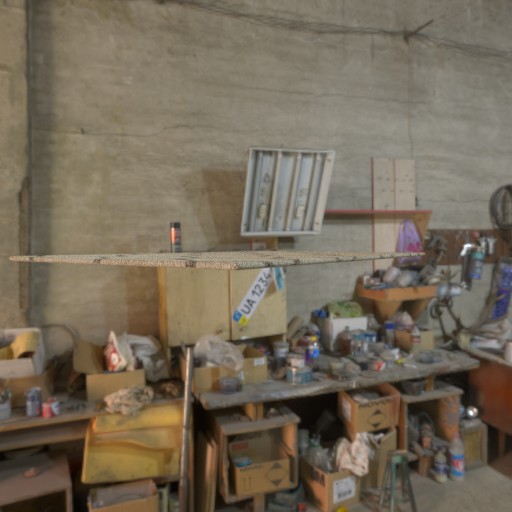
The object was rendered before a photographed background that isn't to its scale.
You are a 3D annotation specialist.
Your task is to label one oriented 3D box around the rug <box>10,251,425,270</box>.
[{"bbox_3d":[0.000,0.000,2.829,1.501,0.024,2.348,1,2,35],"label":"rug"}]
